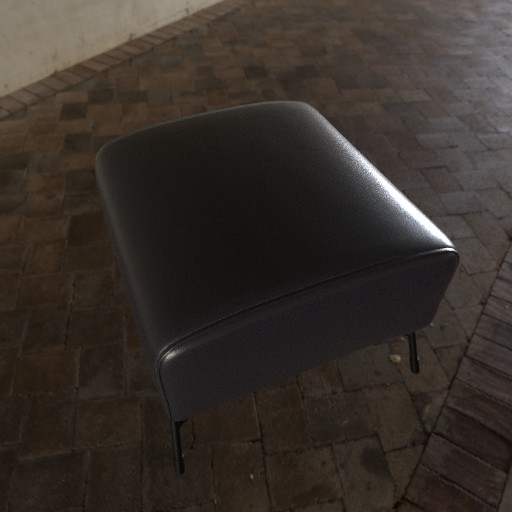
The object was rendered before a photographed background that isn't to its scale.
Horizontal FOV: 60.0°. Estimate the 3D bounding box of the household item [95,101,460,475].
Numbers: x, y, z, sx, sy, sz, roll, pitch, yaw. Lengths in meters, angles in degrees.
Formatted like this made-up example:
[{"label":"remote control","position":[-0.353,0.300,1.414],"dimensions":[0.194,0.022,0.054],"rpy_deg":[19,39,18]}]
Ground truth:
[{"label":"household item","position":[0.000,0.000,0.879],"dimensions":[0.530,0.410,0.530],"rpy_deg":[-17,49,-16]}]
